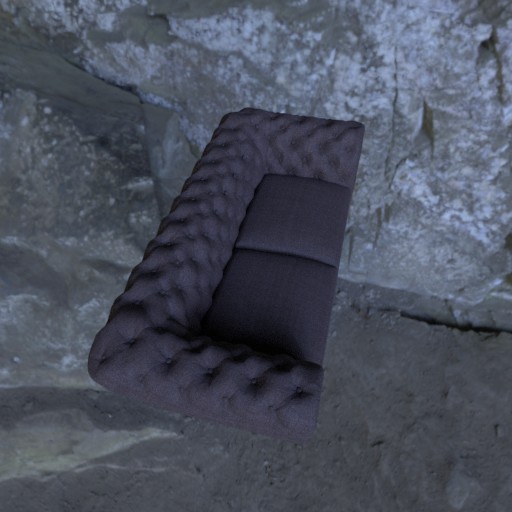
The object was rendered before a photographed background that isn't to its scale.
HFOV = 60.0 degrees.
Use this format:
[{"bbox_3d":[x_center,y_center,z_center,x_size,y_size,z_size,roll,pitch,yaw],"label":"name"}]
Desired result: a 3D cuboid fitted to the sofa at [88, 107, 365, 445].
[{"bbox_3d":[0.000,0.000,2.490,0.944,0.780,2.048,11,48,10],"label":"sofa"}]
